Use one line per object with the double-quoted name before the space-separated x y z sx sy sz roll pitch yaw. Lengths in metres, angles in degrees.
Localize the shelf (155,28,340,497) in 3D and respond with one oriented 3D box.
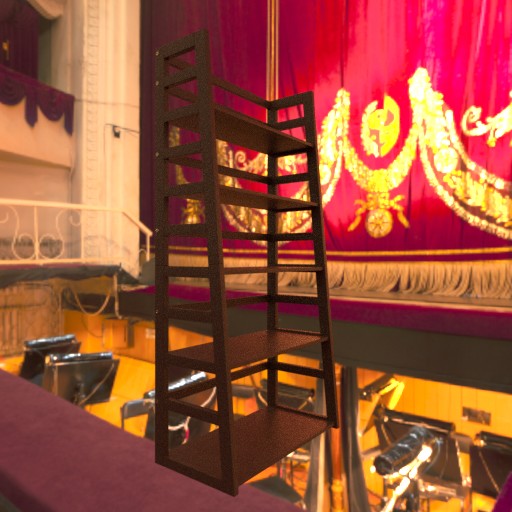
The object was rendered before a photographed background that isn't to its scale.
"shelf" 0.000 0.000 1.893 0.403 1.600 0.763 0 0 38
